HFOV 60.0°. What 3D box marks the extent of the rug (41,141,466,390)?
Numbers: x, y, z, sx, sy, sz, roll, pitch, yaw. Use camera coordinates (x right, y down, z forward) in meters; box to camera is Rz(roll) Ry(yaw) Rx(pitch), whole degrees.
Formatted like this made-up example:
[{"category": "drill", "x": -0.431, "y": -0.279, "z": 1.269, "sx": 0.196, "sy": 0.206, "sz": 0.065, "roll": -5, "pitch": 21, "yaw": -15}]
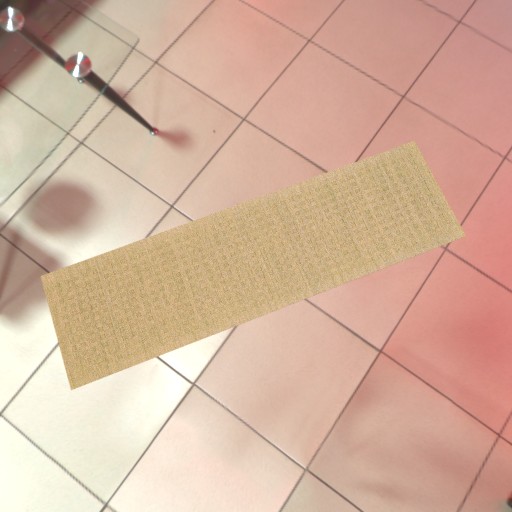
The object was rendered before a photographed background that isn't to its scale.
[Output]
[{"category": "rug", "x": 0.000, "y": 0.000, "z": 2.627, "sx": 2.437, "sy": 0.006, "sz": 0.686, "roll": -21, "pitch": 76, "yaw": -6}]
